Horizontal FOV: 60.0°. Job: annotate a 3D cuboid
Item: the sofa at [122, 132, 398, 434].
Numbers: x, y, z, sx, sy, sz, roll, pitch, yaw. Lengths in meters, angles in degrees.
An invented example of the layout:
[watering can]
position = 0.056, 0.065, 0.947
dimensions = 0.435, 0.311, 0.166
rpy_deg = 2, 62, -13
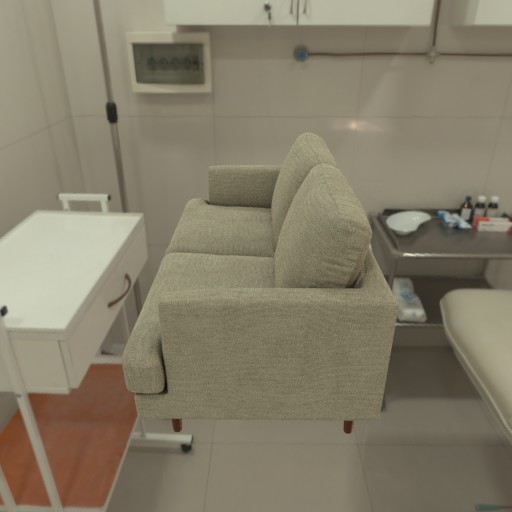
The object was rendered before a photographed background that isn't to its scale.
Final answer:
[sofa]
position = 0.000, 0.000, 2.149
dimensions = 0.903, 0.944, 1.582
rpy_deg = 0, 27, 1
